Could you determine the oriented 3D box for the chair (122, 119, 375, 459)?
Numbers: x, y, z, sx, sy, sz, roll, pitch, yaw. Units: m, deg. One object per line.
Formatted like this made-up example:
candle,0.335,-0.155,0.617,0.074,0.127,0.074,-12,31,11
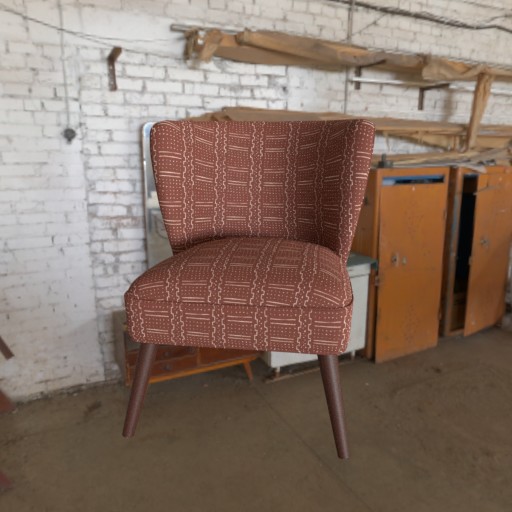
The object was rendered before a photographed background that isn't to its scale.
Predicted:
chair,0.000,0.000,1.415,0.706,0.866,0.758,2,13,8
